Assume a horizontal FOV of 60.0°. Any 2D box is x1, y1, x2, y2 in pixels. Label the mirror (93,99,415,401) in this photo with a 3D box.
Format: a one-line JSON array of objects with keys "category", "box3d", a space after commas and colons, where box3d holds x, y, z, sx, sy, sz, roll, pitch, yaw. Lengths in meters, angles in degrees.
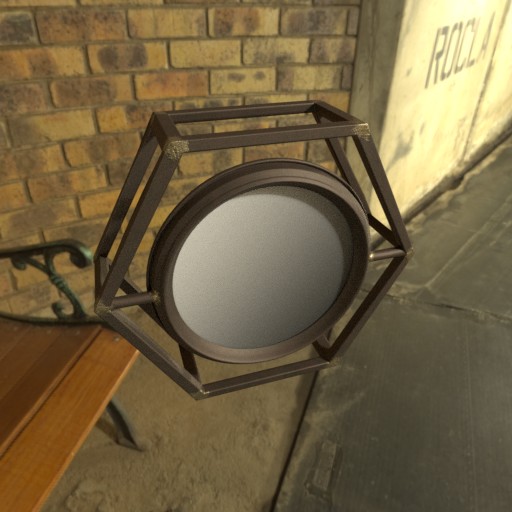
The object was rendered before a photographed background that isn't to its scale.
[{"category": "mirror", "box3d": [0.000, 0.000, 0.544, 0.380, 0.334, 0.119, -10, 33, -15]}]
